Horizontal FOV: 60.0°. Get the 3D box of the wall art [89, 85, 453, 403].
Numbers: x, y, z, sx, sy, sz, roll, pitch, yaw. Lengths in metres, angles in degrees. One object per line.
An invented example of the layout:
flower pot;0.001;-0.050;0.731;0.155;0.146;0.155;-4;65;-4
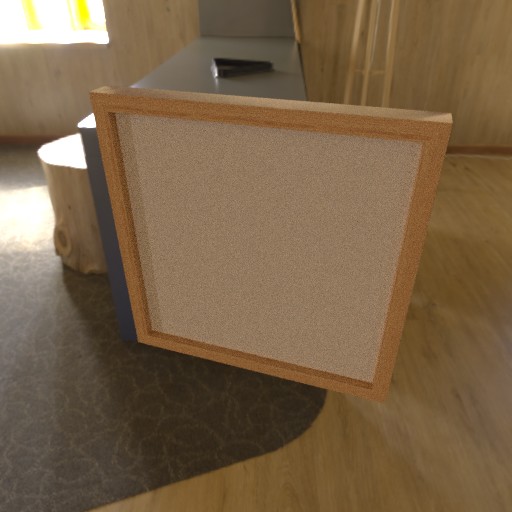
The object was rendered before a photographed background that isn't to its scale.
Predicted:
wall art;0.000;0.000;0.448;0.303;0.303;0.028;10;34;15
